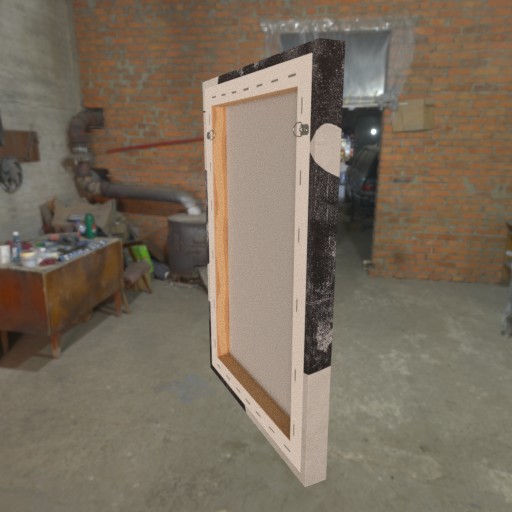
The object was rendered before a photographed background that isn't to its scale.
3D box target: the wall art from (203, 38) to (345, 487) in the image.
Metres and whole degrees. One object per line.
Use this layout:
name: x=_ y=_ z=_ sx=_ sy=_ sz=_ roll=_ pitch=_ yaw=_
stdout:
wall art: x=0.000 y=0.000 z=0.766 sx=0.039 sy=0.610 sz=0.407 roll=-7 pitch=15 yaw=-25
